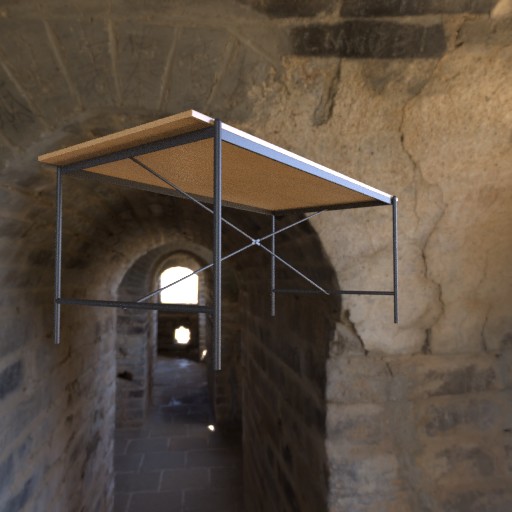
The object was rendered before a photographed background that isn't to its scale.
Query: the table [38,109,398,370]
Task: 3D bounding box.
[{"bbox_3d":[0.000,0.000,2.240,0.900,0.758,1.800,-2,-3,36],"label":"table"}]
